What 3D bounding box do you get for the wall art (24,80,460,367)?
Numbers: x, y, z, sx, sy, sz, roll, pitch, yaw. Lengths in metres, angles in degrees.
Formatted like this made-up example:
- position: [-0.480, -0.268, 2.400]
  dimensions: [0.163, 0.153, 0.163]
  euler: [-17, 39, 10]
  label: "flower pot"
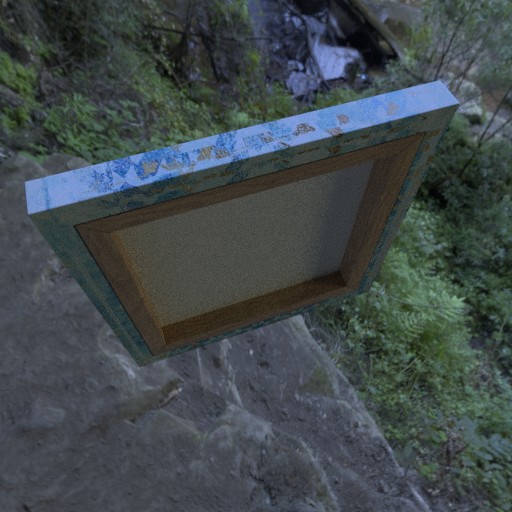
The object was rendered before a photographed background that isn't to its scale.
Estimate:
- position: [0.000, 0.000, 0.575]
  dimensions: [0.405, 0.405, 0.037]
  euler: [-17, 60, -10]
  label: "wall art"
